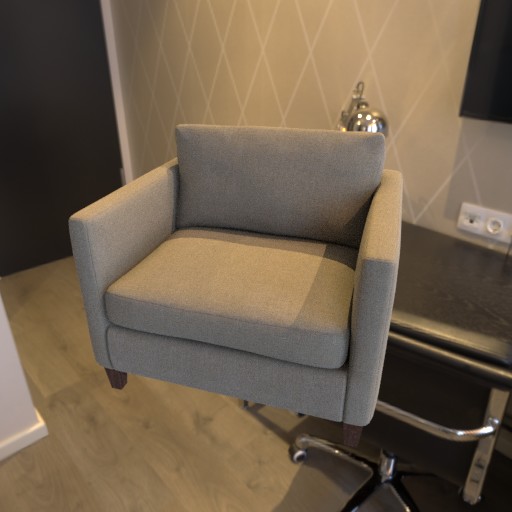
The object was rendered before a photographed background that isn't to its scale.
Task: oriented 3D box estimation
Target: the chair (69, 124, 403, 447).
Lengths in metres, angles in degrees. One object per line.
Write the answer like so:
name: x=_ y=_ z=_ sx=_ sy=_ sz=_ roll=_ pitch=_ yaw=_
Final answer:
chair: x=0.000 y=0.000 z=1.844 sx=1.107 sy=0.963 sz=0.959 roll=8 pitch=28 yaw=15
